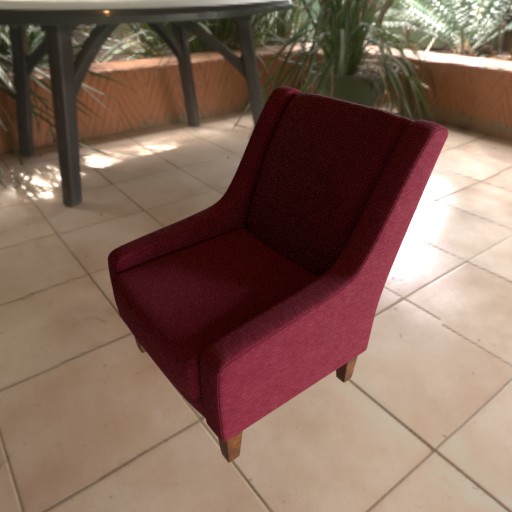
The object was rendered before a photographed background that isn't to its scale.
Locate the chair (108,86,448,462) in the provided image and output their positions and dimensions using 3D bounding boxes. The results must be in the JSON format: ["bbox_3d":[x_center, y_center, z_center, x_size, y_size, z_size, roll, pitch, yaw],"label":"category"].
[{"bbox_3d":[0.000,0.000,1.682,0.985,1.017,0.793,-23,38,-31],"label":"chair"}]
